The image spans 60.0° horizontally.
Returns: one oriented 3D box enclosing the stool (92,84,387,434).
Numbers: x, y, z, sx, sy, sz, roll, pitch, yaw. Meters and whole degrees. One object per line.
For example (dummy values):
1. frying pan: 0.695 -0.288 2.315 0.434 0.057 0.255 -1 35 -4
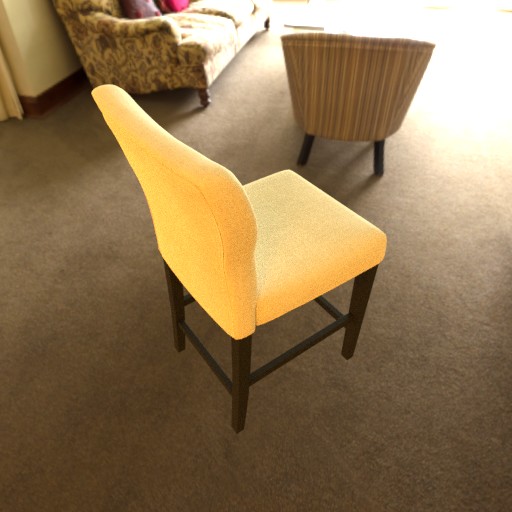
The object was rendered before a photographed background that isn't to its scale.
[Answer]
1. stool: 0.000 0.000 1.284 0.603 0.972 0.514 -26 48 -26
